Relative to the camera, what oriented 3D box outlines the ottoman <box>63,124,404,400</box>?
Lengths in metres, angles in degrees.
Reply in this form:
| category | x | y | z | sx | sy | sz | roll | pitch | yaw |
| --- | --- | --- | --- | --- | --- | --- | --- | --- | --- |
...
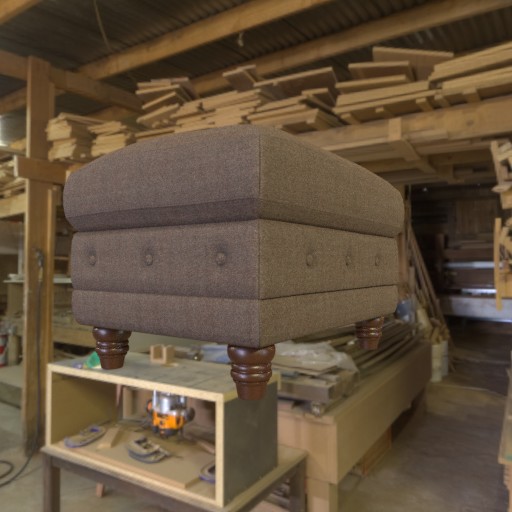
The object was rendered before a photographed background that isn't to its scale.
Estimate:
| category | x | y | z | sx | sy | sz | roll | pitch | yaw |
| --- | --- | --- | --- | --- | --- | --- | --- | --- | --- |
| ottoman | 0.000 | 0.000 | 1.227 | 0.599 | 0.555 | 0.809 | -1 | -1 | 35 |
